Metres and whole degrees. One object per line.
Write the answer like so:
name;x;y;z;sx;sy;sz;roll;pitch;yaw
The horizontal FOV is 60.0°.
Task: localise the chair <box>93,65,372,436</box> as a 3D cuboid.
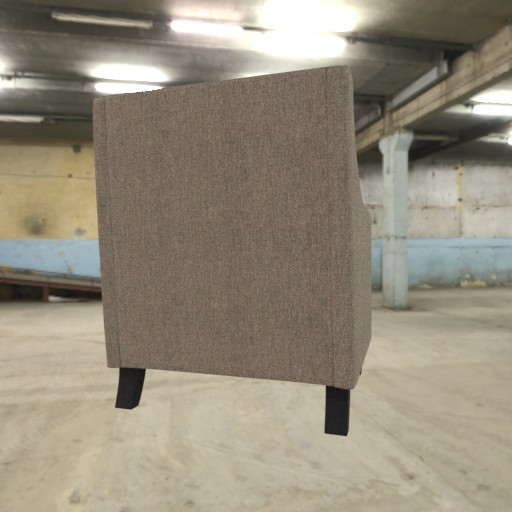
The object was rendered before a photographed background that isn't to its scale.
chair;0.000;0.000;1.617;0.776;0.967;0.884;0;0;18
